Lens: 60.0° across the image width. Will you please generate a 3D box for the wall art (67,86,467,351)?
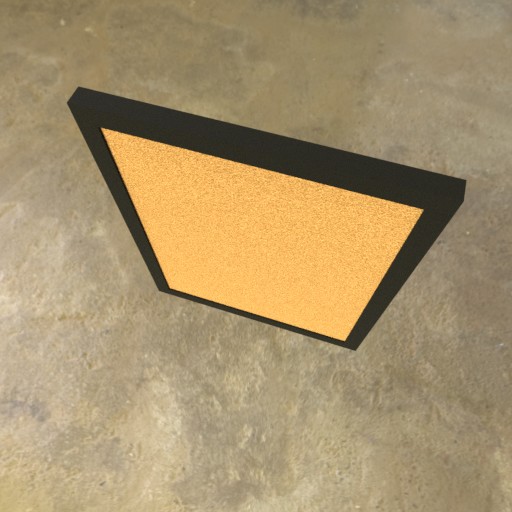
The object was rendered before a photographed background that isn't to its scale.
[{"bbox_3d":[0.000,0.000,0.741,0.457,0.559,0.029,16,63,8],"label":"wall art"}]
